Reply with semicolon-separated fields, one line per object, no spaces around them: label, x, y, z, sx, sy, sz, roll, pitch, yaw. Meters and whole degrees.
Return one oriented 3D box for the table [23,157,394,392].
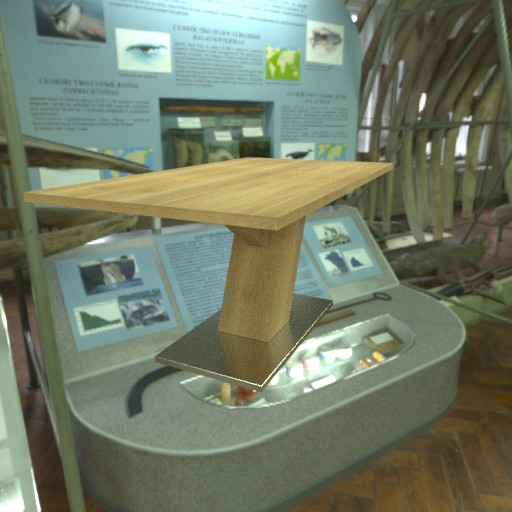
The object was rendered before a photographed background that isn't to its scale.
table;0.000;0.000;2.046;0.900;0.750;1.600;8;19;25
